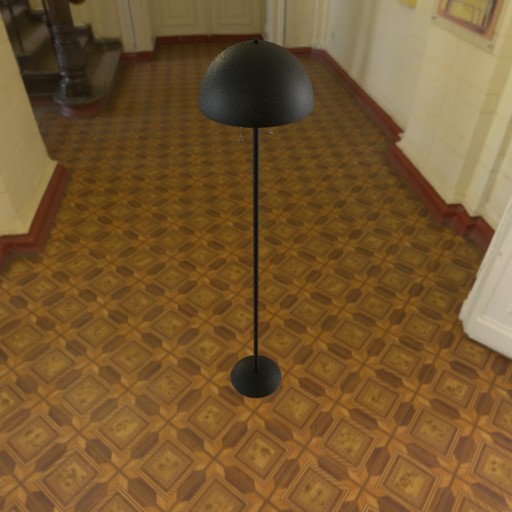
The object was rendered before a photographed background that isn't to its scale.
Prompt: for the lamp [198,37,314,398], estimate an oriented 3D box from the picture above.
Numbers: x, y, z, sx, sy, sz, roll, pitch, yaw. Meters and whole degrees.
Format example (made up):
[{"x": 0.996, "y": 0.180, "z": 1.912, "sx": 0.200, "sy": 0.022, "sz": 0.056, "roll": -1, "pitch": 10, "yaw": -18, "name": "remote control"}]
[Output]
[{"x": 0.000, "y": 0.000, "z": 1.631, "sx": 0.328, "sy": 1.480, "sz": 0.328, "roll": 26, "pitch": 46, "yaw": 28, "name": "lamp"}]
